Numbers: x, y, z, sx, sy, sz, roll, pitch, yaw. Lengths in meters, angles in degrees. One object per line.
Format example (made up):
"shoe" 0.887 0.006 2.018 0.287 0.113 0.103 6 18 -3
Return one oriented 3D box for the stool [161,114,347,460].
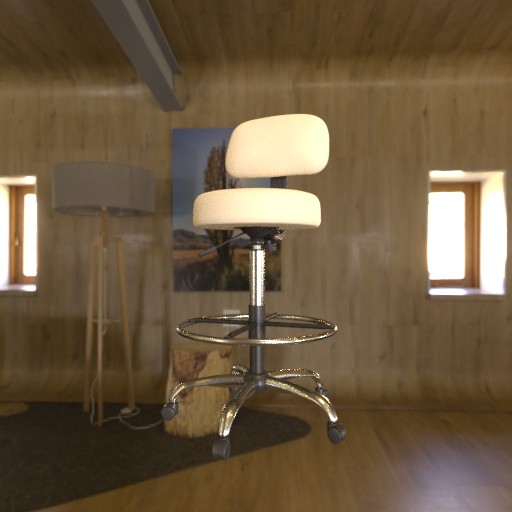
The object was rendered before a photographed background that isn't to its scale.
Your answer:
"stool" 0.000 0.000 1.448 0.609 1.080 0.616 0 0 19
